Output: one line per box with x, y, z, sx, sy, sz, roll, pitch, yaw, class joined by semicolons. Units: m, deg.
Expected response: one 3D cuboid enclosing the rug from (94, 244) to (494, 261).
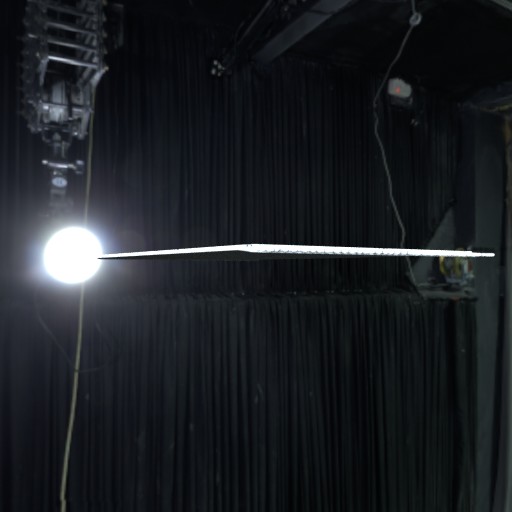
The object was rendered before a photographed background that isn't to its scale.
0.000;0.000;2.882;1.494;0.031;2.307;1;-2;-35;rug
